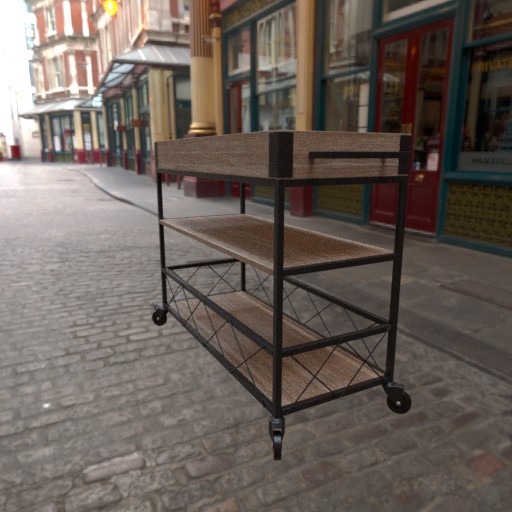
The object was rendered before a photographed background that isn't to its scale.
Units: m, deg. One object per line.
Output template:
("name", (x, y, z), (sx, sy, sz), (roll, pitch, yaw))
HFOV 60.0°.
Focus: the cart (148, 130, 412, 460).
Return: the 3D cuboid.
("cart", (0.000, 0.000, 1.536), (0.500, 0.787, 1.101), (-7, 15, -28))
